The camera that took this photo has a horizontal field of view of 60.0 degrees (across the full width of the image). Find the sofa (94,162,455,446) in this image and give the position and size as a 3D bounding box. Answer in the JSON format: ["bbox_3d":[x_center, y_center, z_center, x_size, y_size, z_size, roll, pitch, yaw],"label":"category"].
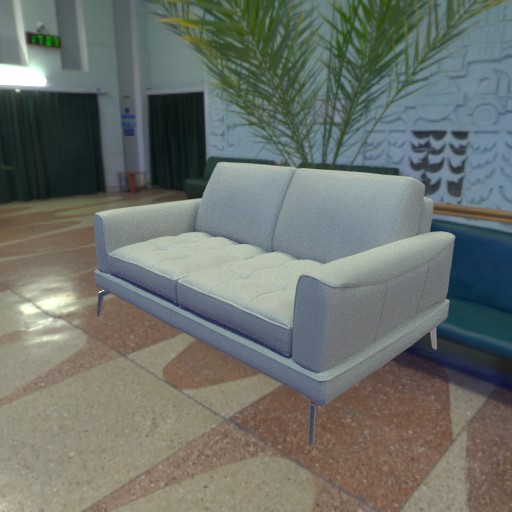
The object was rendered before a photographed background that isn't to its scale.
[{"bbox_3d":[0.000,0.000,2.465,1.121,0.930,1.819,-15,22,-43],"label":"sofa"}]
